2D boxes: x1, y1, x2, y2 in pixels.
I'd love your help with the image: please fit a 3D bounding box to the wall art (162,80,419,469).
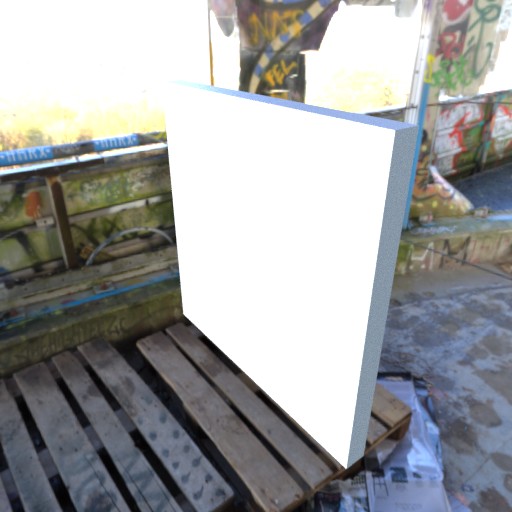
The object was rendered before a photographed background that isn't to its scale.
[{"bbox_3d":[0.000,0.000,0.521,0.027,0.355,0.355,-19,34,-32],"label":"wall art"}]
